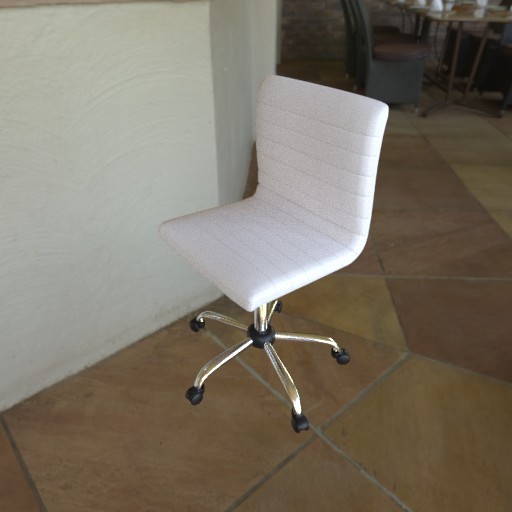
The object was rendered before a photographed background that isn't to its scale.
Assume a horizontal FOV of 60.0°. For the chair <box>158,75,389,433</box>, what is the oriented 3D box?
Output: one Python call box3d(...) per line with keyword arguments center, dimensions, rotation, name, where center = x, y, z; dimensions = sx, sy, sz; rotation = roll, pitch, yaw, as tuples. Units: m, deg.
box3d(center=(0.000, 0.000, 1.082), dimensions=(0.455, 0.750, 0.520), rotation=(-23, 39, -31), name="chair")
